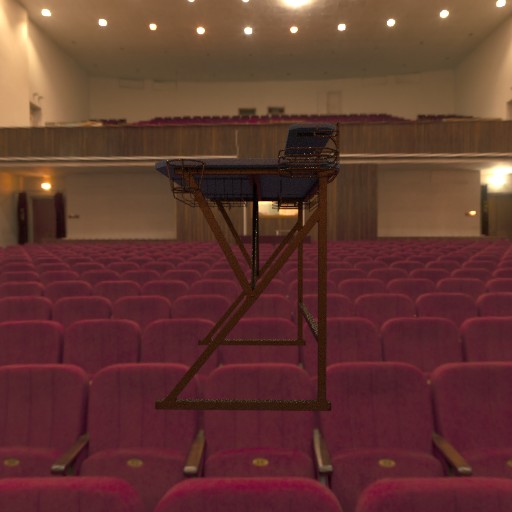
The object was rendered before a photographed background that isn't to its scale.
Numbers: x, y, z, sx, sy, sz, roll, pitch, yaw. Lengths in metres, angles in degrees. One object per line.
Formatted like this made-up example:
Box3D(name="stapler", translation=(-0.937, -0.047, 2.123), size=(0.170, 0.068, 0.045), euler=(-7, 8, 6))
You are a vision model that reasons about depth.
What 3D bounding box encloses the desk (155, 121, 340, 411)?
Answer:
Box3D(name="desk", translation=(0.000, 0.000, 1.766), size=(0.594, 0.909, 1.295), euler=(0, 2, 1))
